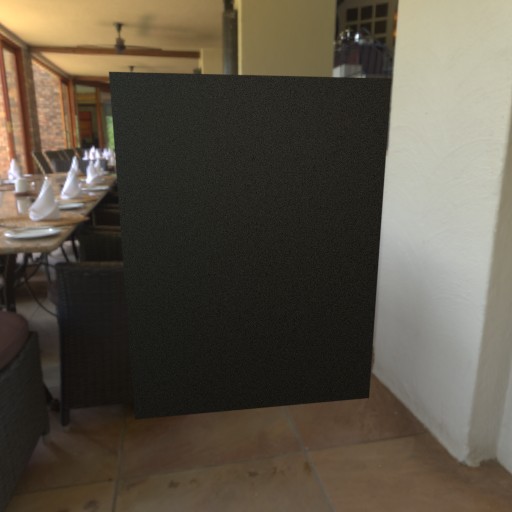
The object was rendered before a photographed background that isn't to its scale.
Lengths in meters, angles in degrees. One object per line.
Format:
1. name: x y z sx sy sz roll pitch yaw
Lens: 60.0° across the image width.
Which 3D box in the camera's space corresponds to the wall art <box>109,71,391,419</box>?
1. wall art: 0.000 0.000 1.399 0.806 1.062 0.038 -2 14 -9
